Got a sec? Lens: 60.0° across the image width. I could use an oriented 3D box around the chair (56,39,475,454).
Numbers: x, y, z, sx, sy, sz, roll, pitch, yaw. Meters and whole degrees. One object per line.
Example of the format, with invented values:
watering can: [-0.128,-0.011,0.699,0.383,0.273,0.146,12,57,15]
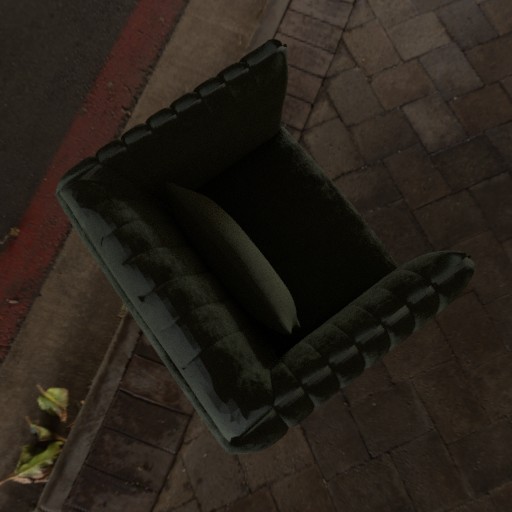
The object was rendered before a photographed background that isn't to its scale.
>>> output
chair: [0.000,0.000,1.618,0.877,0.794,1.032,-36,79,-8]
